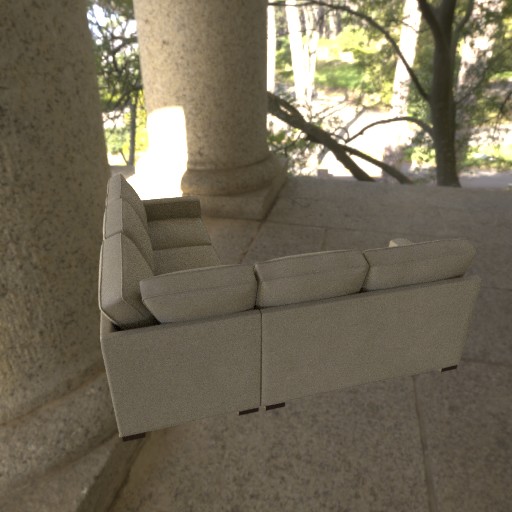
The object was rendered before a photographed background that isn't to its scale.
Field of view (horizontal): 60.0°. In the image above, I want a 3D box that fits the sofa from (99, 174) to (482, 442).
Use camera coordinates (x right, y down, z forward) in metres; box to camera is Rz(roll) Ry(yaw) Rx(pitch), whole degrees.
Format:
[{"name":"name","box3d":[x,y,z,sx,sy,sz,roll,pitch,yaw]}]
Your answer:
[{"name":"sofa","box3d":[0.000,0.000,3.401,2.188,0.936,2.211,-8,28,-15]}]
